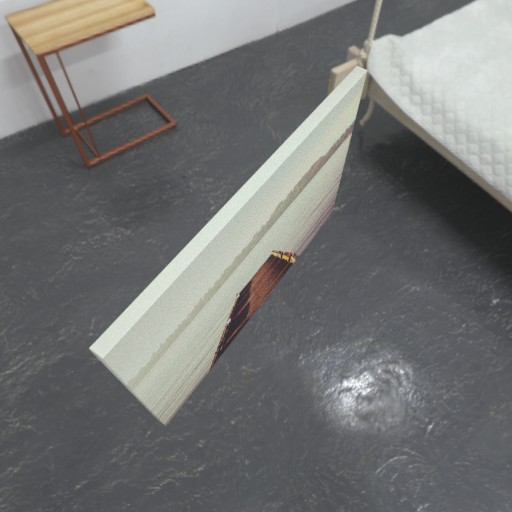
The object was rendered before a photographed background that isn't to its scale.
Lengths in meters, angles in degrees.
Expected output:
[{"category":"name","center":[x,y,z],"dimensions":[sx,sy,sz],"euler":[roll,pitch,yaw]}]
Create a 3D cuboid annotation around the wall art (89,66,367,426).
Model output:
[{"category":"wall art","center":[0.000,0.000,1.491],"dimensions":[0.040,0.765,1.149],"euler":[32,64,17]}]
